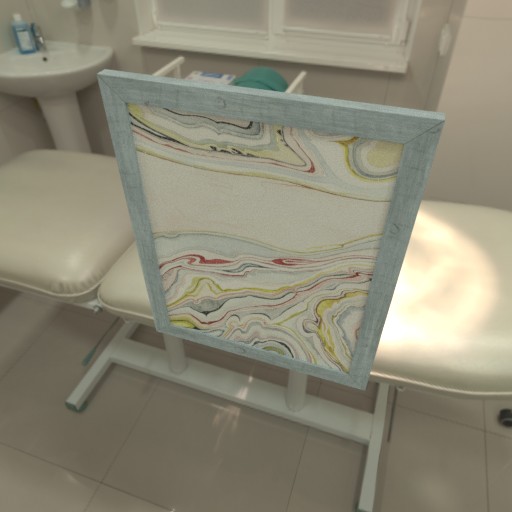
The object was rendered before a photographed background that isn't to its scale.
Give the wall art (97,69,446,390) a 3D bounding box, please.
[{"bbox_3d":[0.000,0.000,0.781,0.479,0.582,0.022,13,43,14],"label":"wall art"}]
